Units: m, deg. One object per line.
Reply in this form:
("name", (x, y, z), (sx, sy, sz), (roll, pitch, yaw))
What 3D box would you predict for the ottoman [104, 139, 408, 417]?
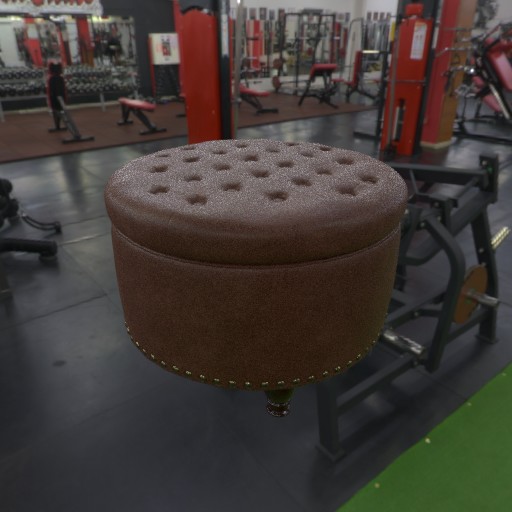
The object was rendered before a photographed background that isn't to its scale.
("ottoman", (0.000, 0.000, 1.051), (0.637, 0.442, 0.637), (0, 26, 0))
